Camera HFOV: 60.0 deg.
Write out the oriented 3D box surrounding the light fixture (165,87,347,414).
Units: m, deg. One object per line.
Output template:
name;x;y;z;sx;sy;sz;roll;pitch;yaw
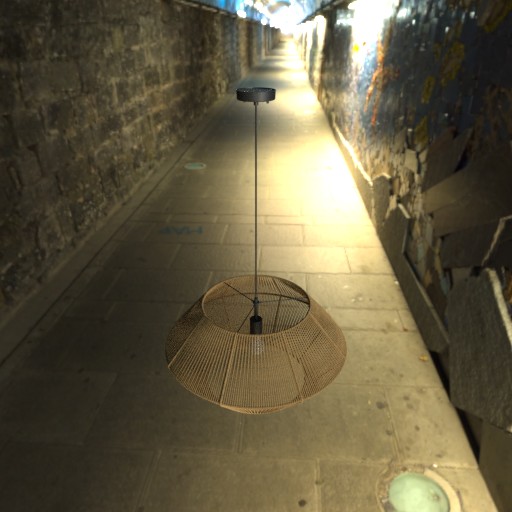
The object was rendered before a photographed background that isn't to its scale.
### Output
light fixture;0.000;0.000;1.425;0.643;1.009;0.643;0;27;0
